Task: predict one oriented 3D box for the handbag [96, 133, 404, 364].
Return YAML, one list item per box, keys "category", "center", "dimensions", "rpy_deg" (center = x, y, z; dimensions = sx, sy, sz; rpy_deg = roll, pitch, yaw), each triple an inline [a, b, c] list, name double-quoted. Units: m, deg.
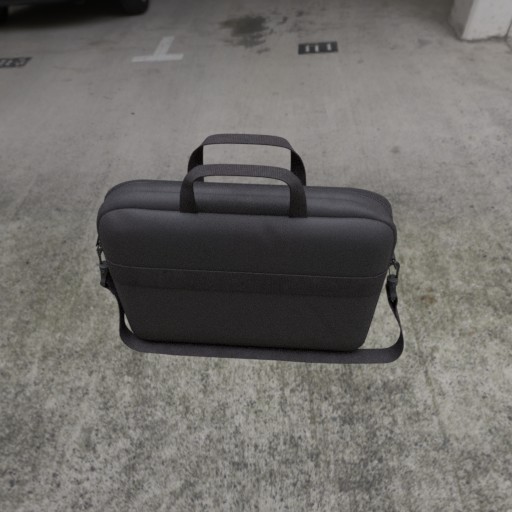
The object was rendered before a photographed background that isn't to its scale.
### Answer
- category: "handbag"
  center: [0.000, 0.000, 0.437]
  dimensions: [0.320, 0.244, 0.089]
  rpy_deg: [3, 46, 3]
